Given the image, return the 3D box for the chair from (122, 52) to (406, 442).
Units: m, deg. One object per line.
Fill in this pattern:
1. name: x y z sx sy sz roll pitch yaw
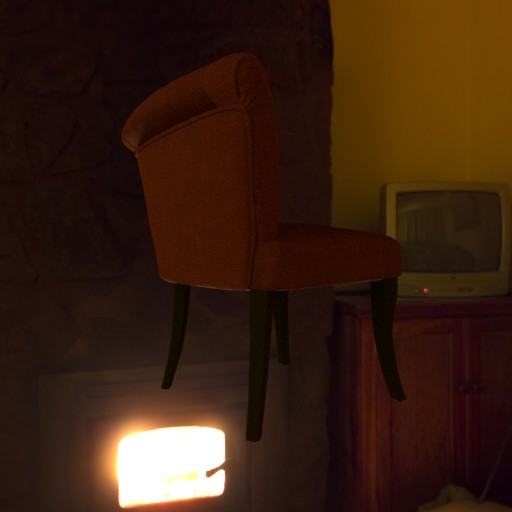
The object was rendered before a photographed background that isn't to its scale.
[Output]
1. chair: 0.000 0.000 1.160 0.605 0.750 0.582 0 0 -36
